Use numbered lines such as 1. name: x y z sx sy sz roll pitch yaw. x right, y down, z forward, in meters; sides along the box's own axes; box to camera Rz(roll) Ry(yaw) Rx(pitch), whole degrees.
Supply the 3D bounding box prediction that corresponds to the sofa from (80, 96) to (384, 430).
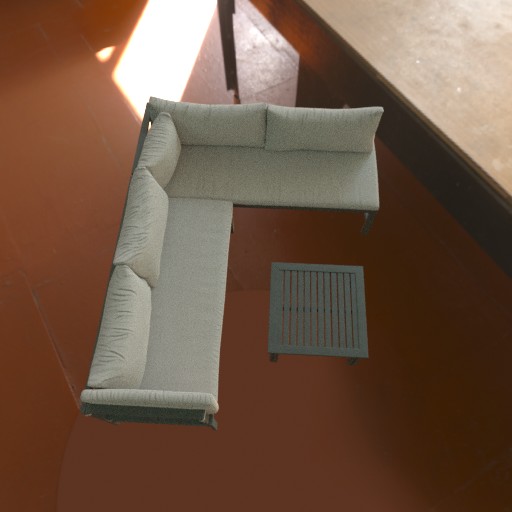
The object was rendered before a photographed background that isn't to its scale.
1. sofa: 0.000 0.000 2.877 1.658 0.758 2.096 3 64 1
